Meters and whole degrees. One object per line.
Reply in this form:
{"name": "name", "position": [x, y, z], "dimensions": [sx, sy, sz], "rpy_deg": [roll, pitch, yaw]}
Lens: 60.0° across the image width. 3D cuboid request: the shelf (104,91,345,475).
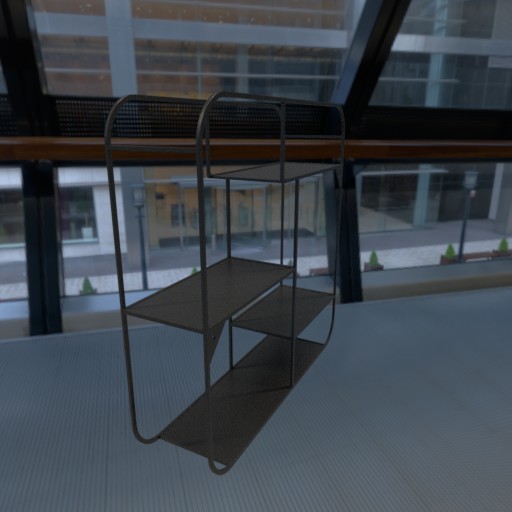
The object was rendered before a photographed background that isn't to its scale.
{"name": "shelf", "position": [0.000, 0.000, 0.903], "dimensions": [0.160, 0.600, 0.600], "rpy_deg": [9, 19, 27]}
